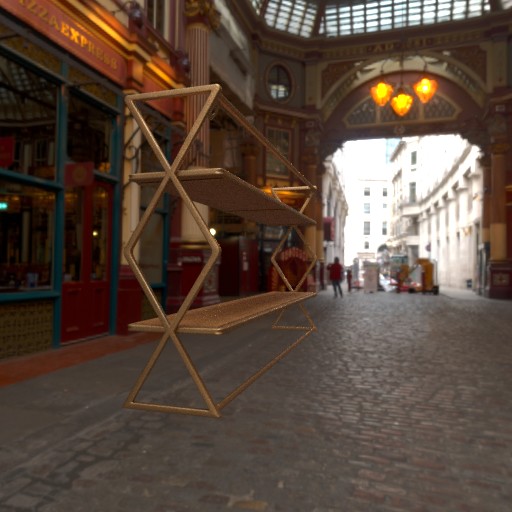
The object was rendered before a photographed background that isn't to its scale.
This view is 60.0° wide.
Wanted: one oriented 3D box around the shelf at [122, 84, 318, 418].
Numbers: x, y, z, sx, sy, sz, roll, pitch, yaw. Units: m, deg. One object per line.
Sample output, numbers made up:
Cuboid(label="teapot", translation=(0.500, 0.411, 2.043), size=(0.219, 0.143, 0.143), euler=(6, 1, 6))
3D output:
Cuboid(label="shelf", translation=(0.000, 0.000, 1.009), size=(0.150, 0.450, 0.822), euler=(0, -1, 17))
